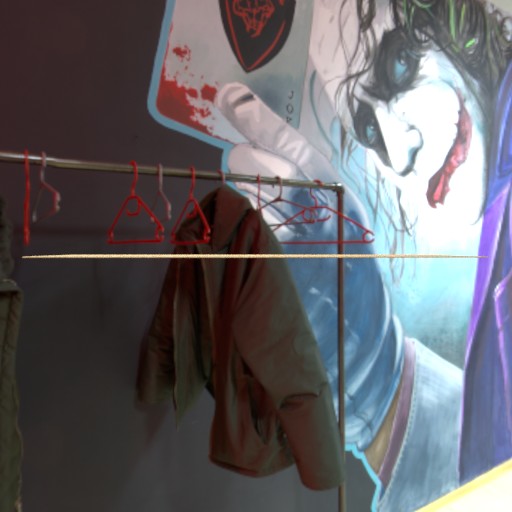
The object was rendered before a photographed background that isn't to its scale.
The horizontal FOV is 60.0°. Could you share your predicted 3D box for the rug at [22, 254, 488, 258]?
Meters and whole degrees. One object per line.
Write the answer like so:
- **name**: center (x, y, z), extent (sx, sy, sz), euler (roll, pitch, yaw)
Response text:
- **rug**: center (0.000, 0.000, 2.661), extent (2.437, 0.006, 0.686), euler (0, 1, -1)
